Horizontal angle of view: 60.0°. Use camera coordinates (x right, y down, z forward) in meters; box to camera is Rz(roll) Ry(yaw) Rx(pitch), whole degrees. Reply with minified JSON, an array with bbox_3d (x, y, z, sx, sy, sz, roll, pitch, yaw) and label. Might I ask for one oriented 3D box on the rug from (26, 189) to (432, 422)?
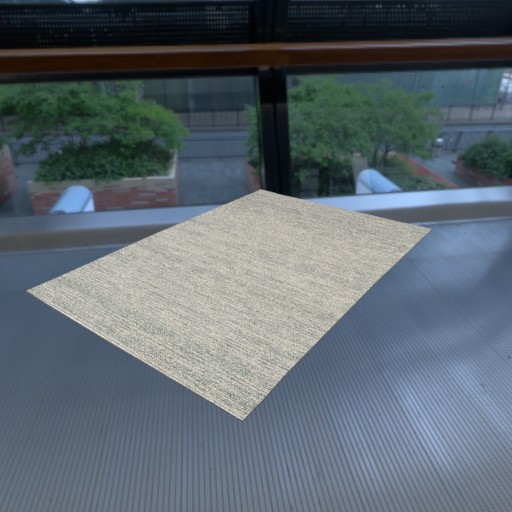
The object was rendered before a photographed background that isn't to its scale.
[{"bbox_3d":[0.000,0.000,2.982,1.616,0.030,2.338,19,32,32],"label":"rug"}]
